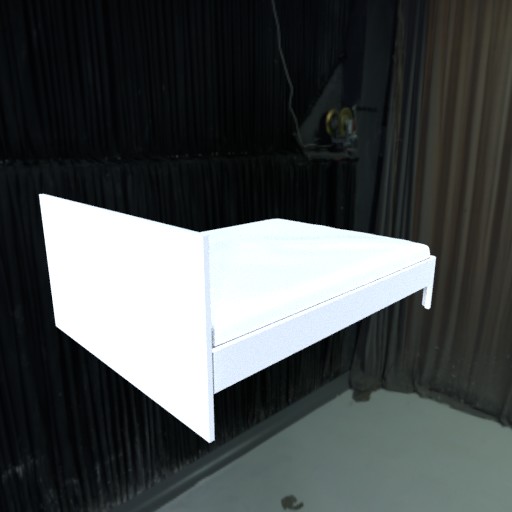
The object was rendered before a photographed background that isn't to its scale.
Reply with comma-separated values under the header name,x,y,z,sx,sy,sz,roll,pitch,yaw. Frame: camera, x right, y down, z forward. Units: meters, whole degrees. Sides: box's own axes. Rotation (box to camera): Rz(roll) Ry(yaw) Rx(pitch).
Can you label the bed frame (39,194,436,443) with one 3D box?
name,x,y,z,sx,sy,sz,roll,pitch,yaw
bed frame,0.000,0.000,2.739,1.950,0.800,1.490,-14,21,-42
